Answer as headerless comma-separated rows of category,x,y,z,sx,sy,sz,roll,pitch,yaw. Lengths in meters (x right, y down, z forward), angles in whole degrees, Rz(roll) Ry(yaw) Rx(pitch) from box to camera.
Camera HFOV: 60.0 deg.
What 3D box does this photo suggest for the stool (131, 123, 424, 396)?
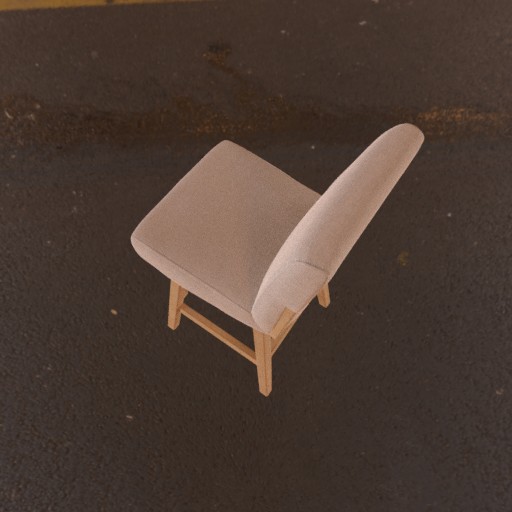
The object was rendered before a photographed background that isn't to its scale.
stool,0.000,0.000,1.283,0.543,1.015,0.446,32,66,16
